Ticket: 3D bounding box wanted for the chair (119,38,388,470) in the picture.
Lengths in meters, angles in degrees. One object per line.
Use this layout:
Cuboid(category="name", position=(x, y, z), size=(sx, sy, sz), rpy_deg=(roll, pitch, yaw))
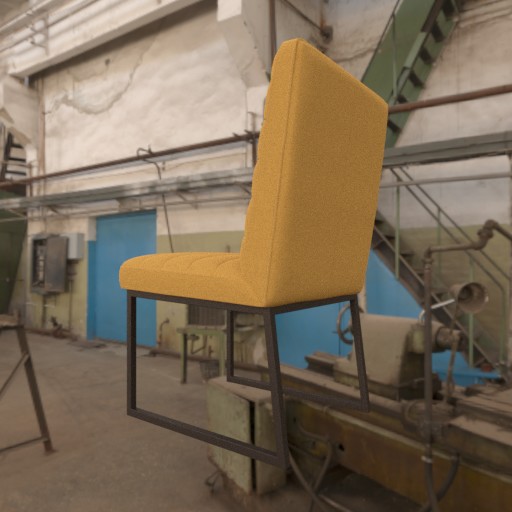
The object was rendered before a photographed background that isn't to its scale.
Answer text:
Cuboid(category="chair", position=(0.000, 0.000, 1.300), size=(0.634, 0.930, 0.520), rpy_deg=(0, 0, 37))
